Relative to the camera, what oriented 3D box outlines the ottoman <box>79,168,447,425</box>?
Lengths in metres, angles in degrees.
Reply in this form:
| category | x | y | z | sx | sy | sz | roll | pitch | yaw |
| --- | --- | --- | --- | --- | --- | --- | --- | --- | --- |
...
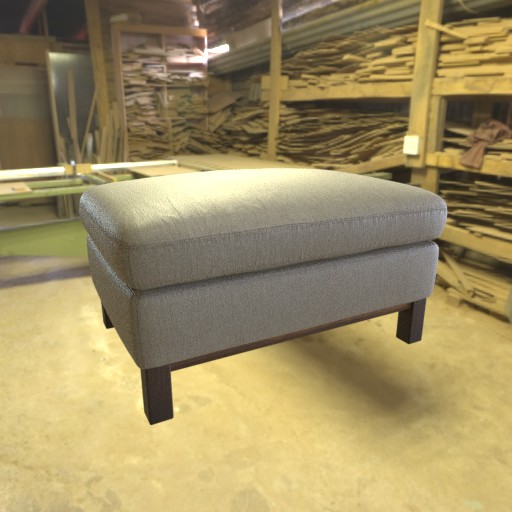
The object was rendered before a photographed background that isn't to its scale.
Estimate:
| category | x | y | z | sx | sy | sz | roll | pitch | yaw |
| --- | --- | --- | --- | --- | --- | --- | --- | --- | --- |
| ottoman | 0.000 | 0.000 | 1.069 | 0.735 | 0.404 | 0.528 | -9 | 19 | -27 |
